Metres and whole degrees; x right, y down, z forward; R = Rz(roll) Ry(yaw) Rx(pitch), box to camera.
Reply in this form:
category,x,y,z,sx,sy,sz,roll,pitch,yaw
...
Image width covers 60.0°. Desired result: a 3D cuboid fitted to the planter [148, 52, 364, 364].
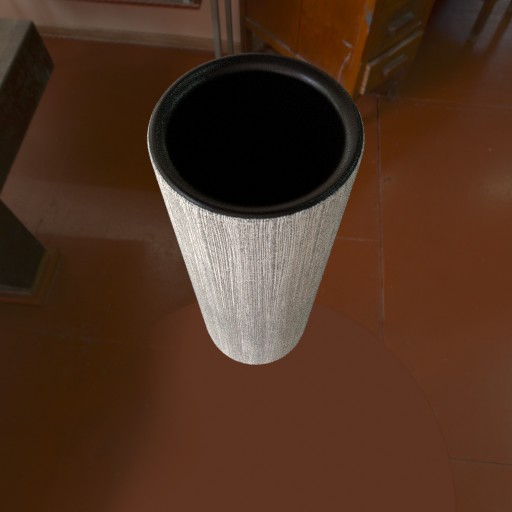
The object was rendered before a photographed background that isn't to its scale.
category,x,y,z,sx,sy,sz,roll,pitch,yaw
planter,0.000,0.000,0.323,0.100,0.270,0.100,37,69,17
